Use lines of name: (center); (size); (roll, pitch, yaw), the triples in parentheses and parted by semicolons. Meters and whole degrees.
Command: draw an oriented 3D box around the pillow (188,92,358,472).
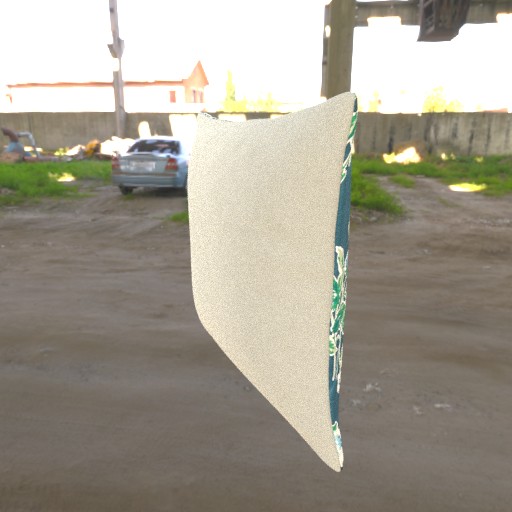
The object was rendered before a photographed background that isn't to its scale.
pillow: (0.000, 0.000, 0.783); (0.166, 0.508, 0.525); (-7, 17, -25)
